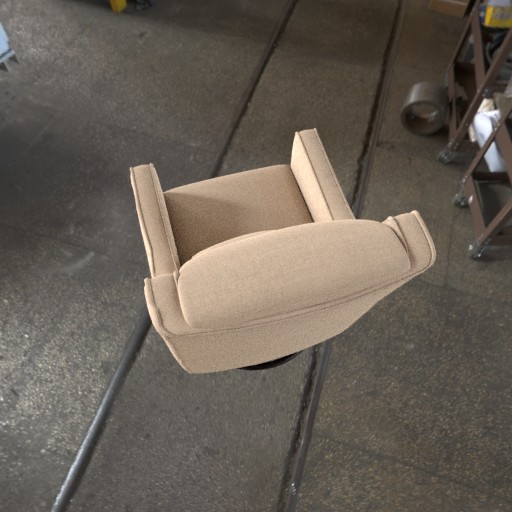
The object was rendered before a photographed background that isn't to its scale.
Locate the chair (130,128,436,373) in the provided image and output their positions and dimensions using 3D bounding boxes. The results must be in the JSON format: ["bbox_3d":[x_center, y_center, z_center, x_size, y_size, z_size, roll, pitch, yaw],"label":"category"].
[{"bbox_3d":[0.000,0.000,1.577,0.732,0.993,0.879,-14,60,-8],"label":"chair"}]
